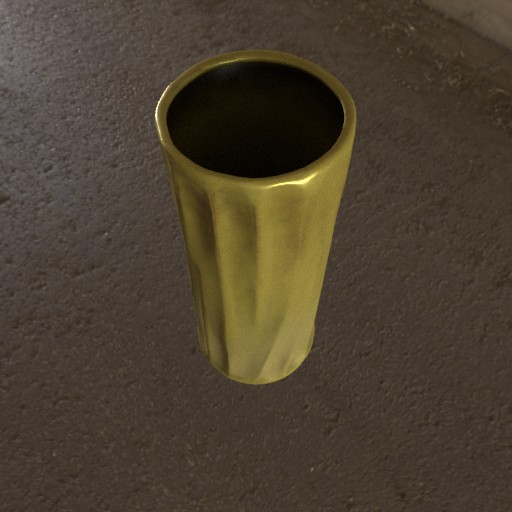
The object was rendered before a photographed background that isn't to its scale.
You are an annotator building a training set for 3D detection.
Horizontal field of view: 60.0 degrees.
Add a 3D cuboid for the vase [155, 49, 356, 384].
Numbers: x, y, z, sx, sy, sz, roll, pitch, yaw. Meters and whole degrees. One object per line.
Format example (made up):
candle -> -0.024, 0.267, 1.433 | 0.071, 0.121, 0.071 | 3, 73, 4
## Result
vase -> 0.000, 0.000, 0.174 | 0.061, 0.143, 0.061 | 0, 58, 0
